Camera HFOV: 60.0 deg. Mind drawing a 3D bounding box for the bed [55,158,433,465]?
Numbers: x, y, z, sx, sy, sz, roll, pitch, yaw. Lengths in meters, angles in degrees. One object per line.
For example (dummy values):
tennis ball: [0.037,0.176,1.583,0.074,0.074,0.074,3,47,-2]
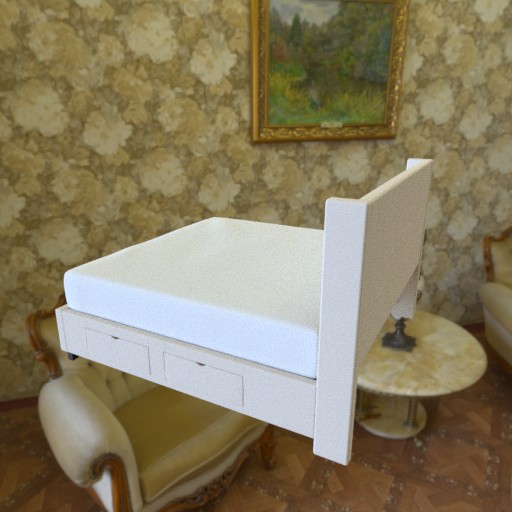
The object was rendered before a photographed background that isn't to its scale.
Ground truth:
bed: [0.000,0.000,3.607,2.293,1.471,2.145,9,20,27]
